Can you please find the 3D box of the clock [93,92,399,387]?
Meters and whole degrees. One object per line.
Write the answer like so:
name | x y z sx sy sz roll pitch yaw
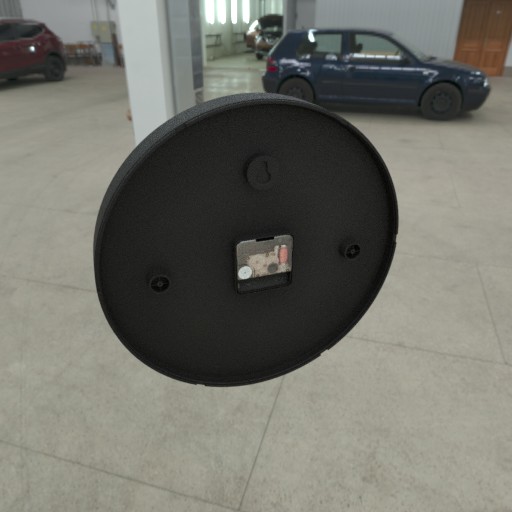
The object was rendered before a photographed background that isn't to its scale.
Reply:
clock | 0.000 0.000 0.426 0.293 0.293 0.040 -9 29 -17
